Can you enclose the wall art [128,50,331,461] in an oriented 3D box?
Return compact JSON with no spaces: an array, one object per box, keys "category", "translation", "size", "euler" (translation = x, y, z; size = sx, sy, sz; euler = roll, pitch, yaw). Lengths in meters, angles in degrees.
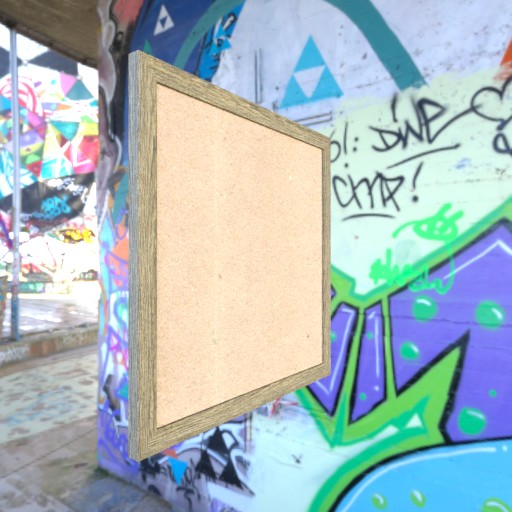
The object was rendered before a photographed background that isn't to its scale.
[{"category":"wall art","translation":[0.000,0.000,0.755],"size":[0.019,0.508,0.508],"euler":[0,0,37]}]
